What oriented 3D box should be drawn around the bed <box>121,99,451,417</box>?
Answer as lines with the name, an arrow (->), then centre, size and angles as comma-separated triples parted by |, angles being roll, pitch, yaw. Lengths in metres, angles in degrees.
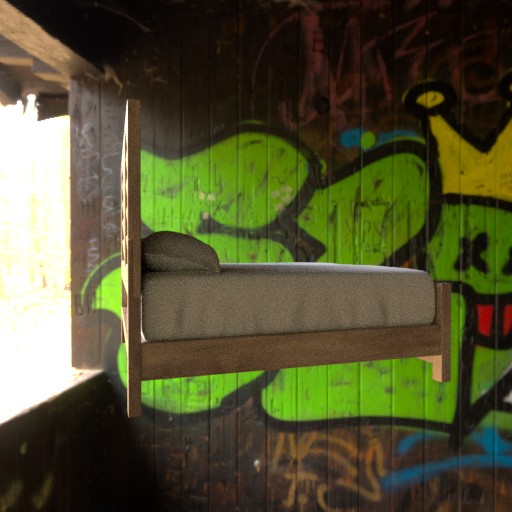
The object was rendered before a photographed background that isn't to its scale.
bed -> 0.000, 0.000, 3.536 | 2.032, 1.626, 2.032 | 0, 1, -18
